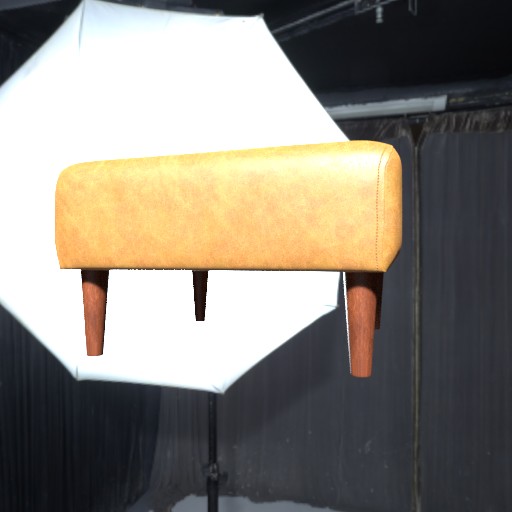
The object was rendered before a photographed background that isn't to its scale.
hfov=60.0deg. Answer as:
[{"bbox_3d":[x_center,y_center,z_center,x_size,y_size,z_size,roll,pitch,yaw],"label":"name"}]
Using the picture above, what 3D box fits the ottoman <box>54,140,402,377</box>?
[{"bbox_3d":[0.000,0.000,1.053,0.650,0.399,0.650,0,0,17],"label":"ottoman"}]
